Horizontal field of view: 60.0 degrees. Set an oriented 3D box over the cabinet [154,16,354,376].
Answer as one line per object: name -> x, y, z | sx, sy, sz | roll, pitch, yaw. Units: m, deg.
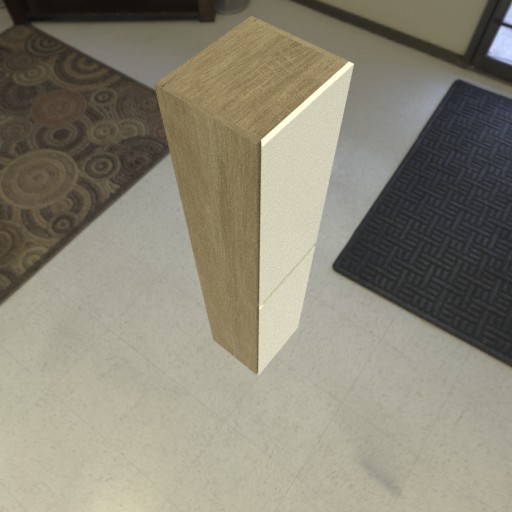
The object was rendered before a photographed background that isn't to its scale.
cabinet -> 0.000, 0.000, 1.482 | 0.270, 1.400, 0.300 | 35, 65, 19
